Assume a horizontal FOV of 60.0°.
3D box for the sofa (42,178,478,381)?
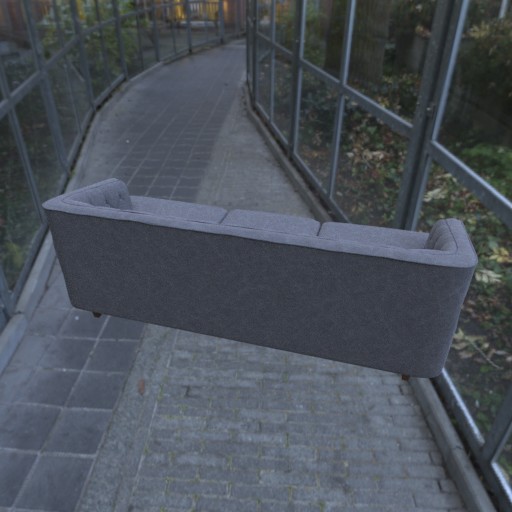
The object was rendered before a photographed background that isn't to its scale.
[{"bbox_3d":[0.000,0.000,2.634,2.247,0.806,0.917,9,33,14],"label":"sofa"}]
